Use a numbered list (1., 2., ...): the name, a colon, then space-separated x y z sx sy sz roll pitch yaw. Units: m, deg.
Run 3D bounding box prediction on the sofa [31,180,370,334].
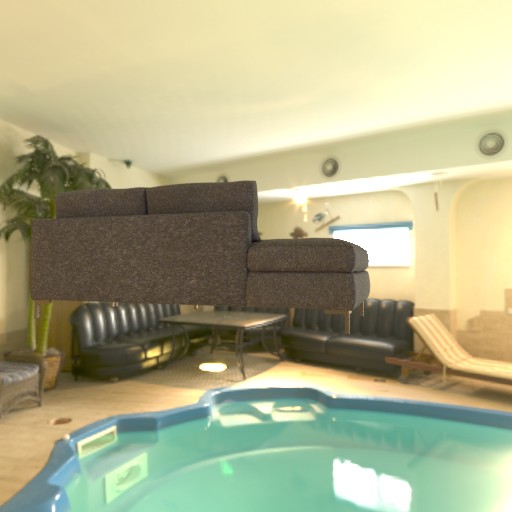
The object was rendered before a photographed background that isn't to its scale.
1. sofa: 0.000 0.000 3.809 2.007 0.815 2.949 0 -1 19
